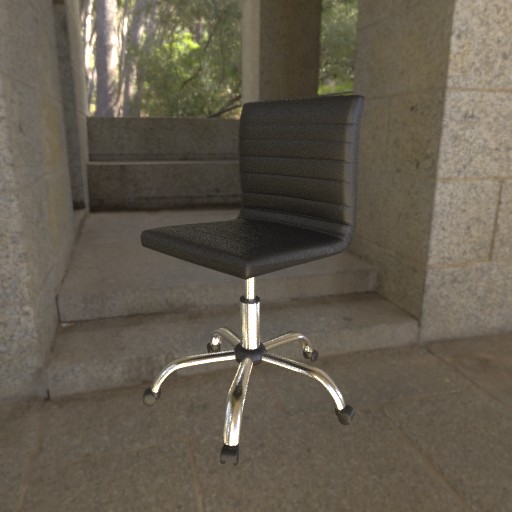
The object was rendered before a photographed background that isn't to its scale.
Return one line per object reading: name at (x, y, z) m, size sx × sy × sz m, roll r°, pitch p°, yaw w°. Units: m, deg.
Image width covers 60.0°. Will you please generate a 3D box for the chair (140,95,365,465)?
chair at (0.000, 0.000, 1.134) m, size 0.530 × 0.780 × 0.556 m, roll -15°, pitch 21°, yaw -43°
